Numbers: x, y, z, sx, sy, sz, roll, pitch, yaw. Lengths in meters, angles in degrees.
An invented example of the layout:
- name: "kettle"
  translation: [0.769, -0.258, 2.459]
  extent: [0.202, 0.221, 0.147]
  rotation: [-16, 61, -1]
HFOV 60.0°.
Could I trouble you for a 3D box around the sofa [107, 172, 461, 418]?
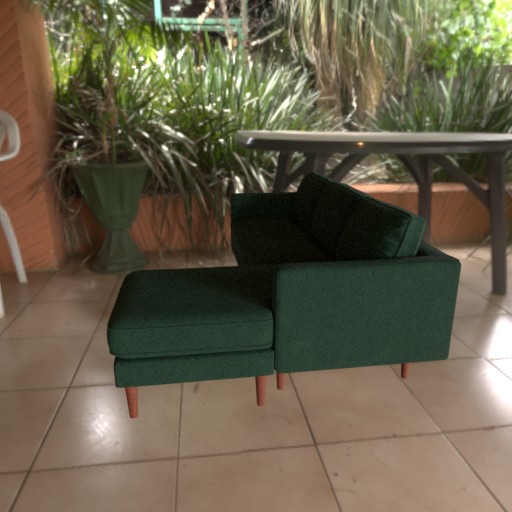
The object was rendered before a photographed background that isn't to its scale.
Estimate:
- name: "sofa"
  translation: [0.000, 0.000, 2.893]
  extent: [1.580, 0.899, 2.030]
  rotation: [-3, 18, -8]
